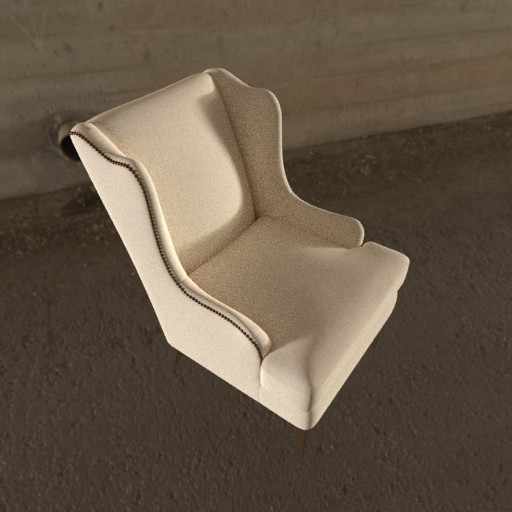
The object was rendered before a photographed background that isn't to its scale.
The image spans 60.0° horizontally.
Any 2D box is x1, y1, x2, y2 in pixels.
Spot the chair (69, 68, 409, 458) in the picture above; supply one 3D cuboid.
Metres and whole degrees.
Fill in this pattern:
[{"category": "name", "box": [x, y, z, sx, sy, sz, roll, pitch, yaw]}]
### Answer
[{"category": "chair", "box": [0.000, 0.000, 1.633, 0.940, 1.029, 0.737, 26, 48, 27]}]
